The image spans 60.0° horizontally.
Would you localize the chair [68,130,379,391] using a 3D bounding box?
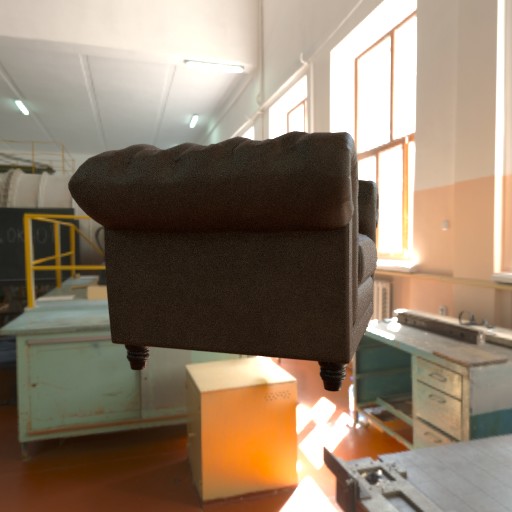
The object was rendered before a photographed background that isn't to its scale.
[{"bbox_3d":[0.000,0.000,1.873,0.954,0.784,1.298,1,2,19],"label":"chair"}]
